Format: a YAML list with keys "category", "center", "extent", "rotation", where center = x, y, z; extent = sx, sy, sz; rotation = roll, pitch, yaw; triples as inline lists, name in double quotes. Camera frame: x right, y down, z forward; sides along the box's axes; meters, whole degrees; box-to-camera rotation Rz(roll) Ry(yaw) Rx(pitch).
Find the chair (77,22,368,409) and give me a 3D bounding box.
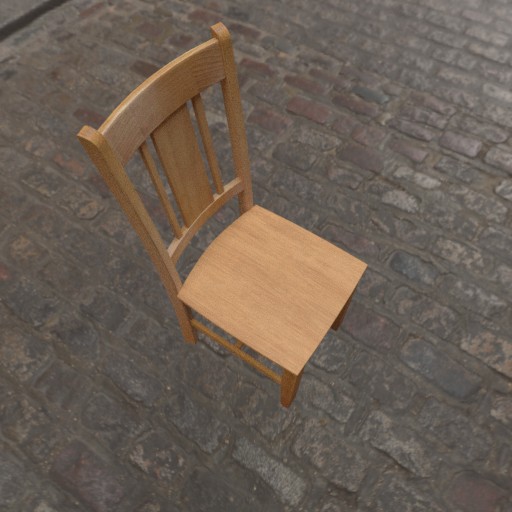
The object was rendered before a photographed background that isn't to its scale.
- category: "chair"
  center: [0.000, 0.000, 1.276]
  extent: [0.556, 0.998, 0.450]
  rotation: [30, 63, 17]
